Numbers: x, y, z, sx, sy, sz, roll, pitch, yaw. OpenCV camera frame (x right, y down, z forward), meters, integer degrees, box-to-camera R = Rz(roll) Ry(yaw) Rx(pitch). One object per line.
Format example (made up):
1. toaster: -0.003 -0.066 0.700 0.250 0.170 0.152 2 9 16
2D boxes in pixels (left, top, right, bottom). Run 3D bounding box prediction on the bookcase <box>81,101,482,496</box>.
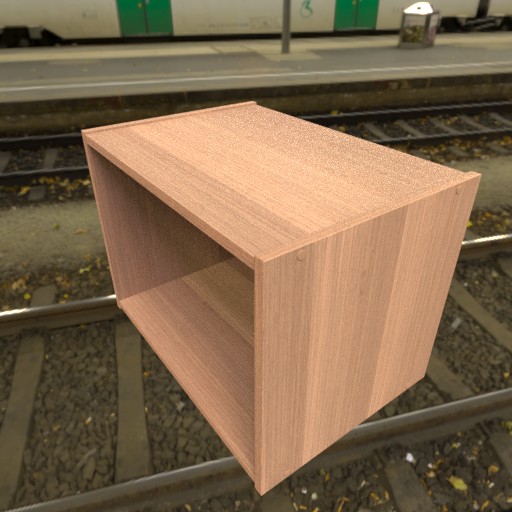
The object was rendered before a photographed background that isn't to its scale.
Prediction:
1. bookcase: 0.000 0.000 0.619 0.290 0.305 0.415 -21 38 -30
